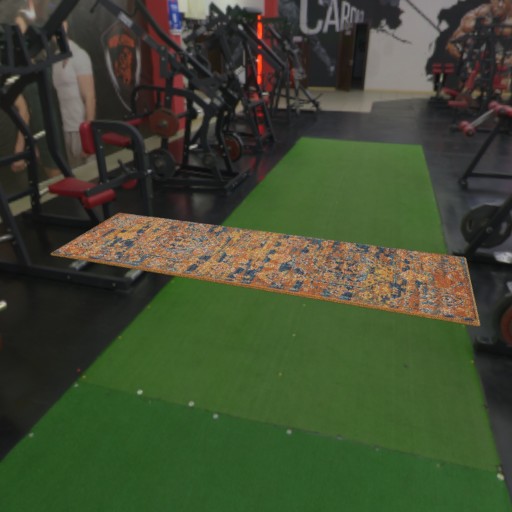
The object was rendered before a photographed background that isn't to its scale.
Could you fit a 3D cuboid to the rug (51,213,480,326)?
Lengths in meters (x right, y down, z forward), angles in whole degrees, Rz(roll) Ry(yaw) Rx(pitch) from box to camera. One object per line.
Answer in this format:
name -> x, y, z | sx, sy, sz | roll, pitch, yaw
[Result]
rug -> 0.000, 0.000, 2.026 | 1.820, 0.013, 0.556 | 8, 28, 16
